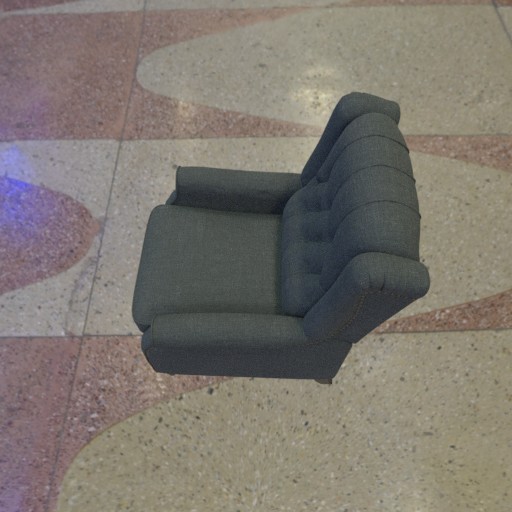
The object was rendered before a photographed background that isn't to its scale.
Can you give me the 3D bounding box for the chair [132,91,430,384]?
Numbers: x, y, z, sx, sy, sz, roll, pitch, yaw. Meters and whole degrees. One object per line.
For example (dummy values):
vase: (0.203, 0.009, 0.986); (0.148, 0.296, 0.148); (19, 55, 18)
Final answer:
chair: (0.000, 0.000, 1.639); (0.898, 1.035, 0.742); (2, 60, 1)
